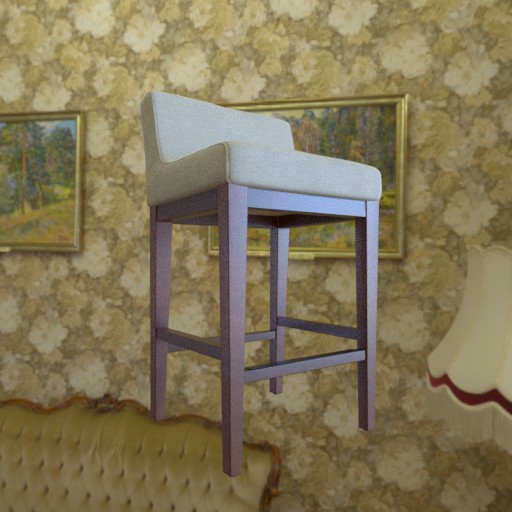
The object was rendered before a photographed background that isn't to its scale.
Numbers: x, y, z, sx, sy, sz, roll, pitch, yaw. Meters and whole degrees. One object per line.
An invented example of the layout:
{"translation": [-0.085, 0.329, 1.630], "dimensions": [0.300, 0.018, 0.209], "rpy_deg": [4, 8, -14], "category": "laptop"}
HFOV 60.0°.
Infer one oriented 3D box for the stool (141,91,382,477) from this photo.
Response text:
{"translation": [0.000, 0.000, 1.240], "dimensions": [0.511, 0.937, 0.500], "rpy_deg": [0, -1, -36], "category": "stool"}
